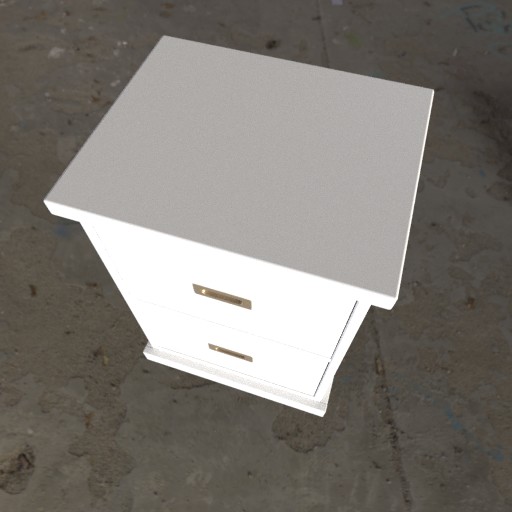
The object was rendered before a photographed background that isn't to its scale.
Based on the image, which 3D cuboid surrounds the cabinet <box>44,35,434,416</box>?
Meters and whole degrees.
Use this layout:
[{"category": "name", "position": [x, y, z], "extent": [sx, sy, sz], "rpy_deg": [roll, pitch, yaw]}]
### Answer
[{"category": "cabinet", "position": [0.000, 0.000, 1.022], "extent": [0.520, 0.723, 0.431], "rpy_deg": [16, 60, 9]}]
